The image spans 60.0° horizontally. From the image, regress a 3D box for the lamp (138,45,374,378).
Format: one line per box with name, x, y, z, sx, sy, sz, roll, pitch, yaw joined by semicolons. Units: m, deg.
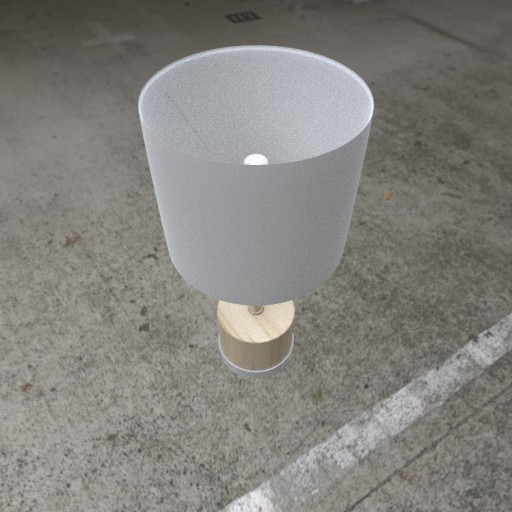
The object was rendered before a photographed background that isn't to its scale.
lamp;0.000;0.000;0.607;0.229;0.470;0.229;-26;53;-21
